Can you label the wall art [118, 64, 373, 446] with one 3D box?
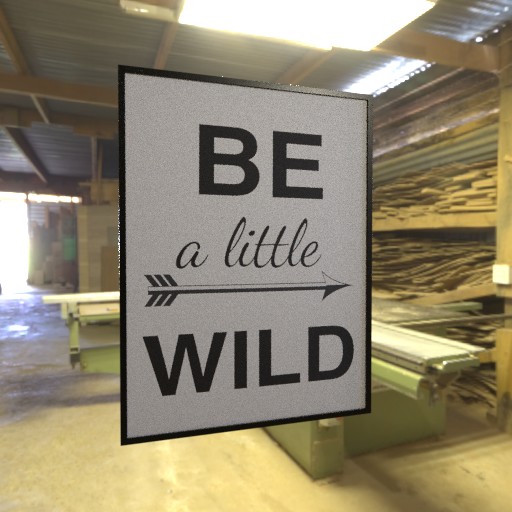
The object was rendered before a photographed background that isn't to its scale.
[{"bbox_3d":[0.000,0.000,0.750,0.442,0.582,0.013,0,1,-18],"label":"wall art"}]
